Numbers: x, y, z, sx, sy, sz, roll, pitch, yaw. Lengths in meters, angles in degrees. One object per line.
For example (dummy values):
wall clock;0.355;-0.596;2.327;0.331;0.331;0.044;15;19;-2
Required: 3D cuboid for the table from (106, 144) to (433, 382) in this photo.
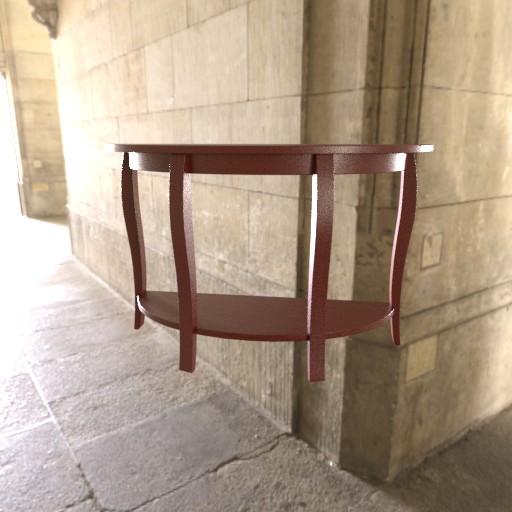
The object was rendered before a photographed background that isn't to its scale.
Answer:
table;0.000;0.000;1.600;1.219;0.779;0.405;2;15;8
